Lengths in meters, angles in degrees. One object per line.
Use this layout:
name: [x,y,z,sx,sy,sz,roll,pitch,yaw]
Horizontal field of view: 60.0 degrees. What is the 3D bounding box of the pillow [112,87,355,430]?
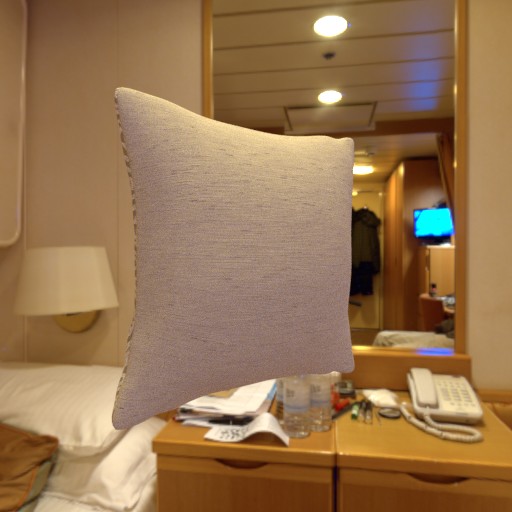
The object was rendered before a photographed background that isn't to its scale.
pillow: [0.000,0.000,0.666,0.438,0.421,0.167,0,0,-37]
